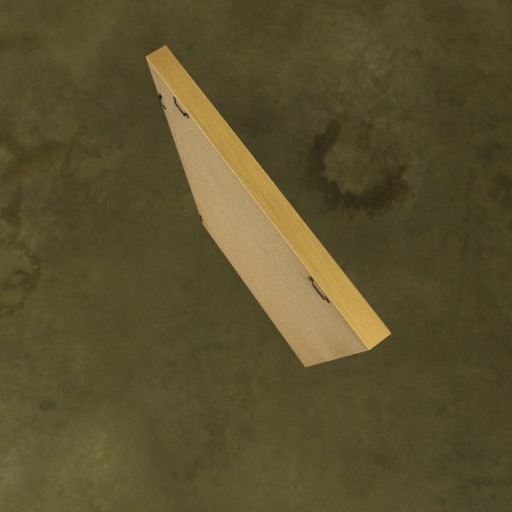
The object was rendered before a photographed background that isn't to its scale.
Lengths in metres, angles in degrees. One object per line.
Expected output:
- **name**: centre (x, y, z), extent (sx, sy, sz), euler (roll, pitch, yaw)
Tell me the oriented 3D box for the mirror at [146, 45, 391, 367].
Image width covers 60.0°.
- **mirror**: centre (0.000, 0.000, 0.925), extent (0.039, 0.710, 0.507), euler (-34, 77, -9)
